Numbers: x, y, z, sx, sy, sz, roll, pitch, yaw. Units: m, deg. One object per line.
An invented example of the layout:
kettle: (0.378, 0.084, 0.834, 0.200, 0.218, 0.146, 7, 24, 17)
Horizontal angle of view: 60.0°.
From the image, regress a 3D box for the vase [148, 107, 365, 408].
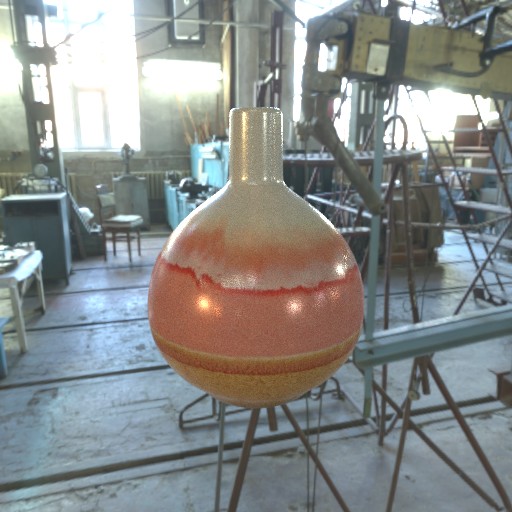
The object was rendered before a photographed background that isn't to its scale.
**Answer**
vase: (0.000, 0.000, 0.280, 0.137, 0.176, 0.137, 0, 14, 0)
